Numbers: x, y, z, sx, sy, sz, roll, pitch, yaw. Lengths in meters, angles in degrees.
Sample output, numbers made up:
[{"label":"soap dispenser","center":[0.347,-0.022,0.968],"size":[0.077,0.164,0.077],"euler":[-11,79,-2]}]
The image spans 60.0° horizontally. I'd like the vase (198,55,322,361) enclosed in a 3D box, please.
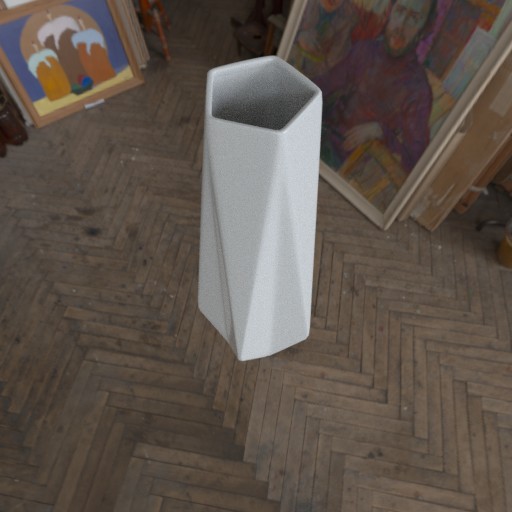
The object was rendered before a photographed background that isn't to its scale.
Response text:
[{"label":"vase","center":[0.000,0.000,0.384],"size":[0.122,0.329,0.116],"euler":[14,59,9]}]
